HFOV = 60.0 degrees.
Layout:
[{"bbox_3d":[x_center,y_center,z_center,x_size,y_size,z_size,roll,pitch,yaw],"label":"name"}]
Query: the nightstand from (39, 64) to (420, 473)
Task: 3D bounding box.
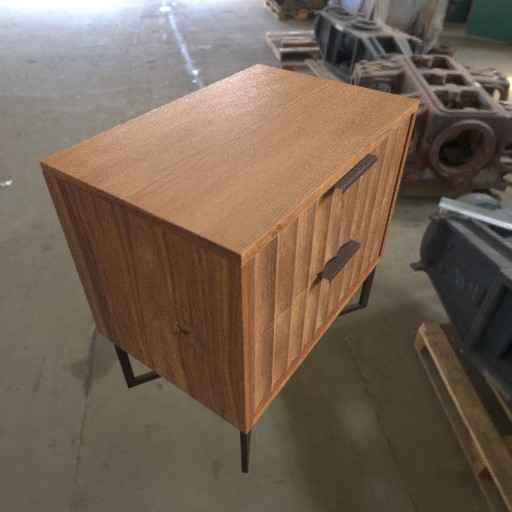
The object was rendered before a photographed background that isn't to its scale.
[{"bbox_3d":[0.000,0.000,1.011,0.427,0.615,0.613,25,46,26],"label":"nightstand"}]
